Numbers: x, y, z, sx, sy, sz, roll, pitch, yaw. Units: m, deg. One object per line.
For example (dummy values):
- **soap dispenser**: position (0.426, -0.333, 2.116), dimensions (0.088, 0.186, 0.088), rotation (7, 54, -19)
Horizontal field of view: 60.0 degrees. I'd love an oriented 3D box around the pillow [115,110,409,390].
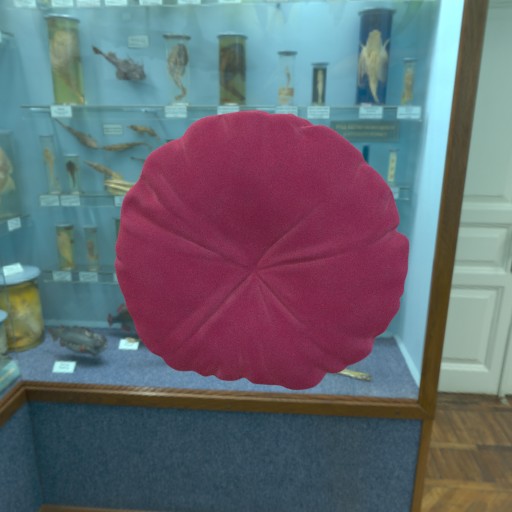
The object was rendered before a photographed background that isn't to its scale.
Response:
- **pillow**: position (0.000, 0.000, 0.651), dimensions (0.428, 0.407, 0.148), rotation (2, 17, 7)
